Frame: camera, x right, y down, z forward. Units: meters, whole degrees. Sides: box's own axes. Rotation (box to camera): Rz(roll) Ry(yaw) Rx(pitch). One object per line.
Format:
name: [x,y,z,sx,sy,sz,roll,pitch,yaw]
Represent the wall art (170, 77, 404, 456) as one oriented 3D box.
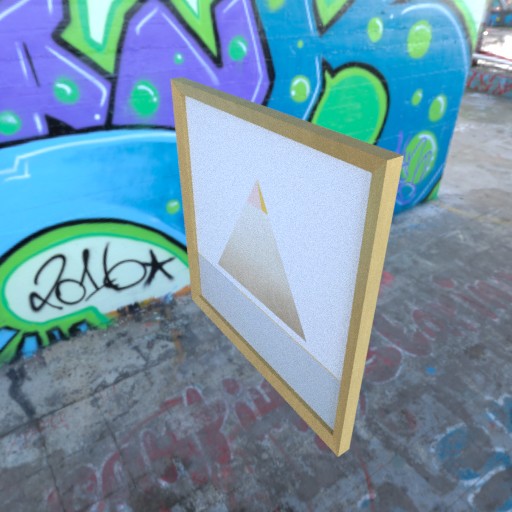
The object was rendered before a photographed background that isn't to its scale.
wall art: [0.000,0.000,2.946,0.097,1.936,1.935,-21,38,-29]
